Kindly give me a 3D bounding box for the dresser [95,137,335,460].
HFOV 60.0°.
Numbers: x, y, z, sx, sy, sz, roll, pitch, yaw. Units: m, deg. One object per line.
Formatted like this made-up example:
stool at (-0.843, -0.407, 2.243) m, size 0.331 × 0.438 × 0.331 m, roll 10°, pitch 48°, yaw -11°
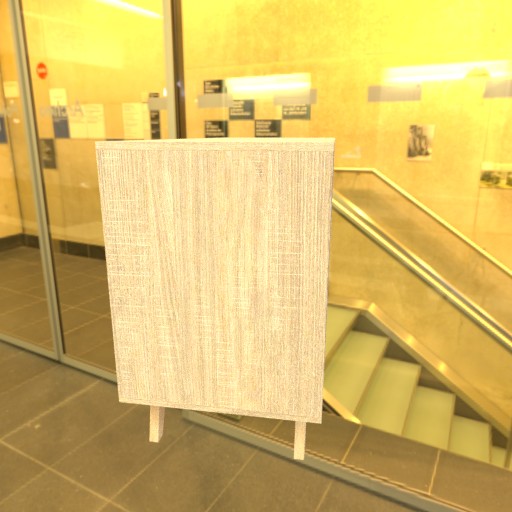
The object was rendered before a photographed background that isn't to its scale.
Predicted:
dresser at (0.000, 0.000, 1.529) m, size 0.500 × 0.780 × 1.110 m, roll 3°, pitch 16°, yaw 10°
